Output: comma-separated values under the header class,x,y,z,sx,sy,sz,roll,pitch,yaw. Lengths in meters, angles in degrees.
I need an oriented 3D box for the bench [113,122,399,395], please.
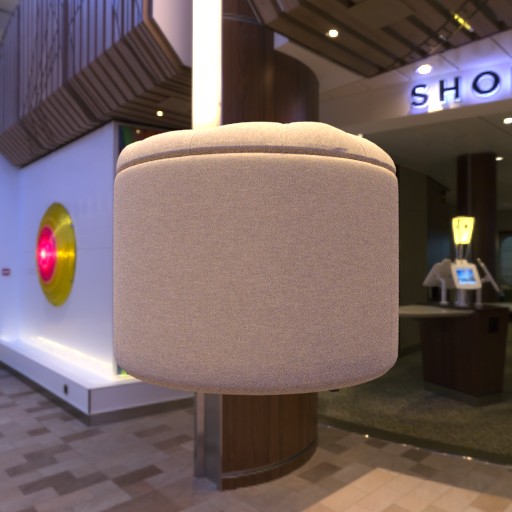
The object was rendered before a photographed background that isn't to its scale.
class,x,y,z,sx,sy,sz,roll,pitch,yaw
bench,0.000,0.000,0.980,0.600,0.454,0.600,0,-1,0
